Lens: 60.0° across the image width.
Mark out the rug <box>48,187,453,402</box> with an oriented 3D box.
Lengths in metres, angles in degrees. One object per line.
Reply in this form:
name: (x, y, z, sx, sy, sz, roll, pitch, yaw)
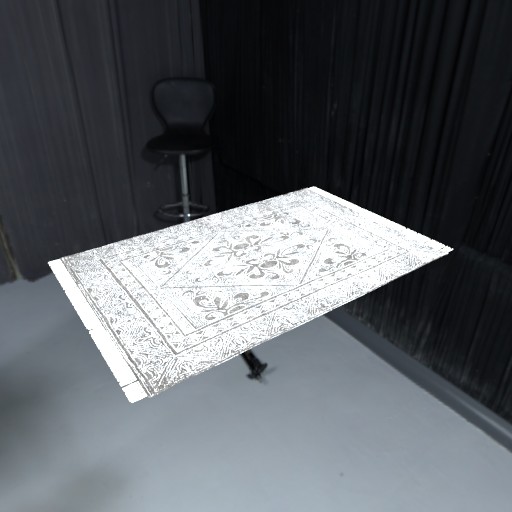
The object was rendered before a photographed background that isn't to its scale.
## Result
rug: (0.000, 0.000, 3.127, 2.440, 0.010, 1.529, -20, 36, -30)
